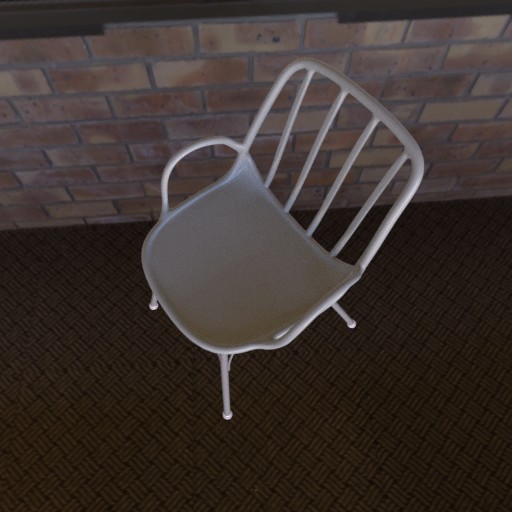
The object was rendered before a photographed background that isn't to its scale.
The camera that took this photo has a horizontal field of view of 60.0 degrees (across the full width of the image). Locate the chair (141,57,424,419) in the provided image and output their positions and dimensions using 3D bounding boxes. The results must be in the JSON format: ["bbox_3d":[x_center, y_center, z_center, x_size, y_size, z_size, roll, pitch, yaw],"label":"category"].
[{"bbox_3d":[0.000,0.000,1.213,0.597,0.816,0.549,-33,67,-16],"label":"chair"}]
